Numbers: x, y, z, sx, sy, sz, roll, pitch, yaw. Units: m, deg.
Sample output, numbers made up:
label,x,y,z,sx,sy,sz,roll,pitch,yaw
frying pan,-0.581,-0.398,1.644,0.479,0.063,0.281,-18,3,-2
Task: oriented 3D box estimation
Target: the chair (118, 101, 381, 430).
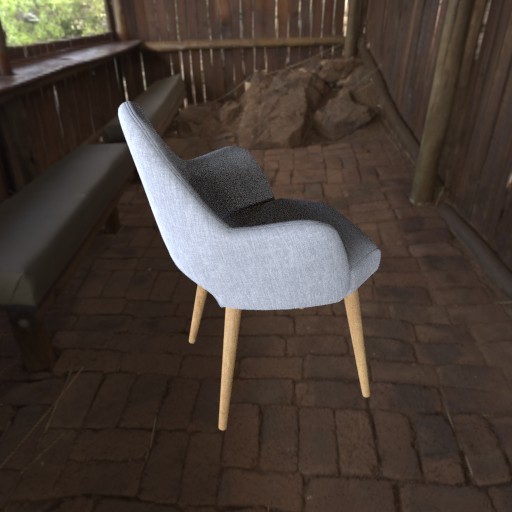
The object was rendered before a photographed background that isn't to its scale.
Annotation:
label,x,y,z,sx,sy,sz,roll,pitch,yaw
chair,0.000,0.000,1.231,0.610,0.840,0.590,-11,33,-17
